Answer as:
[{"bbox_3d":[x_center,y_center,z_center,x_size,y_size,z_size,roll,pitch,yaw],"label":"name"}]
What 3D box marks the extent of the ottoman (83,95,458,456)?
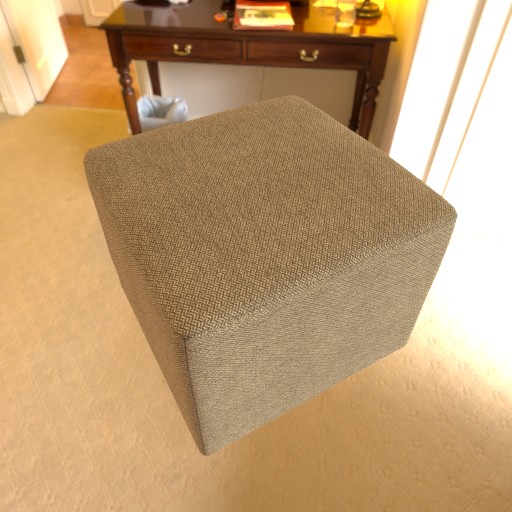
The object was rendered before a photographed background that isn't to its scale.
[{"bbox_3d":[0.000,0.000,0.932,0.519,0.453,0.512,-22,49,-20],"label":"ottoman"}]
